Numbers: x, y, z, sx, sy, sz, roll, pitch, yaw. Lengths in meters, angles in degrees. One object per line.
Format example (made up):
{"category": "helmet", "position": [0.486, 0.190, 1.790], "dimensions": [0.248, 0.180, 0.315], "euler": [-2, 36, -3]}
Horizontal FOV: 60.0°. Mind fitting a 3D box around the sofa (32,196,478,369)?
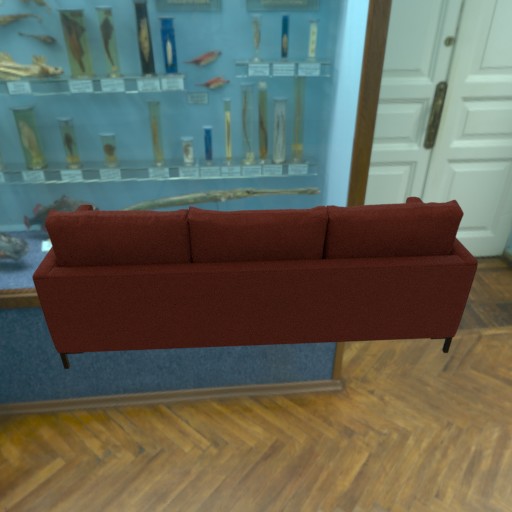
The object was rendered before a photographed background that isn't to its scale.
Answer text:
{"category": "sofa", "position": [0.000, 0.000, 2.650], "dimensions": [2.252, 0.879, 0.875], "euler": [-2, 31, -3]}
